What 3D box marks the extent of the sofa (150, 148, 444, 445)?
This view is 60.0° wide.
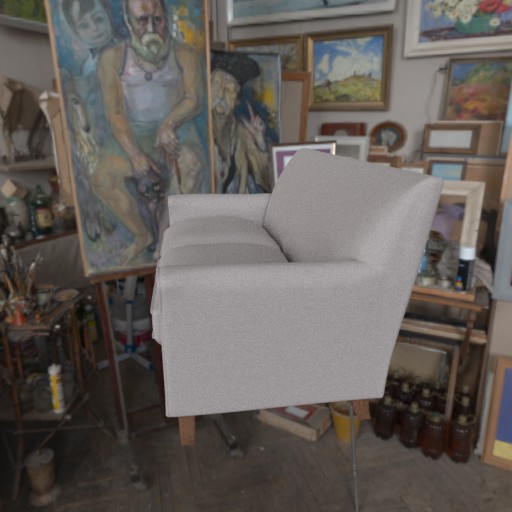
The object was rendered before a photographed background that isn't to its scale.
[{"bbox_3d":[0.000,0.000,2.055,0.888,0.890,1.482,-3,17,-9],"label":"sofa"}]
